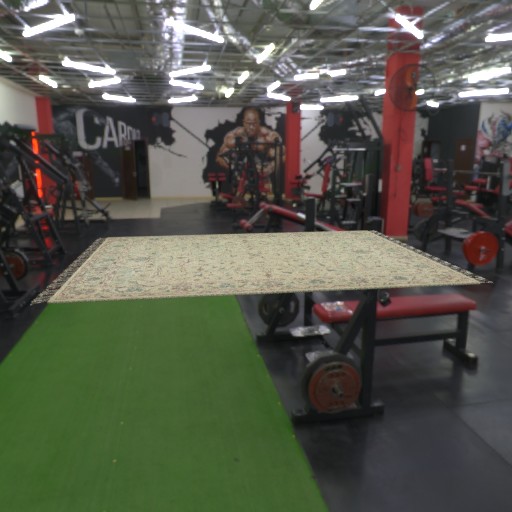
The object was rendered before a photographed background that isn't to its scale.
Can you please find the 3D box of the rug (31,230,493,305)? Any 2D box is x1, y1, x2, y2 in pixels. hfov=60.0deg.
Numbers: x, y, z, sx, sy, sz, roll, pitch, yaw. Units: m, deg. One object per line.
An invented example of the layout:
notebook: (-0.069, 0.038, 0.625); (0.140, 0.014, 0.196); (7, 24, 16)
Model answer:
rug: (0.000, 0.000, 2.286); (1.802, 0.008, 1.247); (-2, 14, -8)
